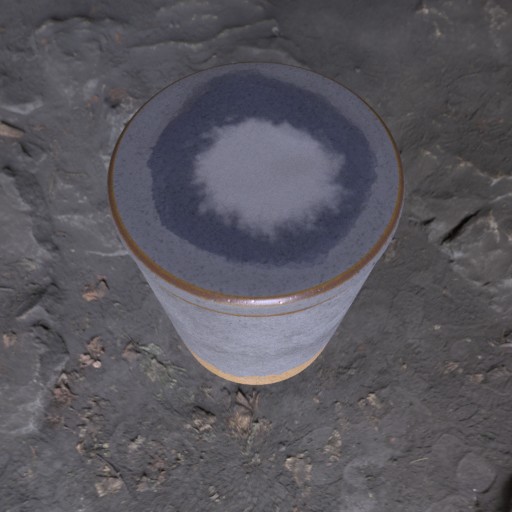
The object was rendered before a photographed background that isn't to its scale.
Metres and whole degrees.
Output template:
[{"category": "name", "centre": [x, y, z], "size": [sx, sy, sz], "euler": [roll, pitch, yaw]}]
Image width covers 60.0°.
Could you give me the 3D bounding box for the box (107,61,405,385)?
[{"category": "box", "centre": [0.000, 0.000, 0.248], "size": [0.118, 0.168, 0.118], "euler": [0, 64, 0]}]
